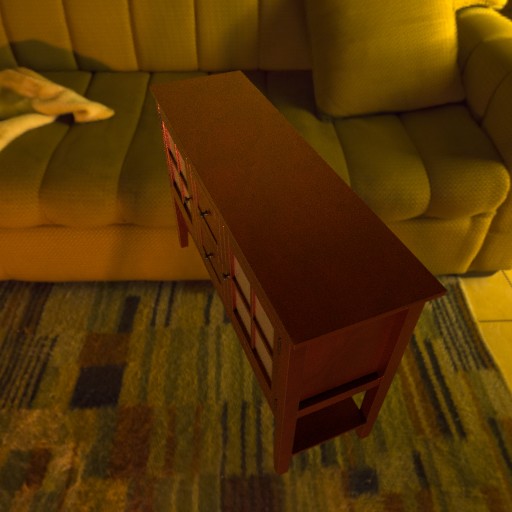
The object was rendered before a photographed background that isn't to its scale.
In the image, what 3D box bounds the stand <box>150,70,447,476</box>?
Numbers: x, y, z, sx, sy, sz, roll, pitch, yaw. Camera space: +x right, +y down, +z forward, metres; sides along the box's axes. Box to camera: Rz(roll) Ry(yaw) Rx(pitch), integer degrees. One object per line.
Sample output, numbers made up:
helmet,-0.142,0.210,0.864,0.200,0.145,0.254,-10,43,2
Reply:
stand,0.000,0.000,1.734,0.410,0.872,1.362,-16,47,-16
